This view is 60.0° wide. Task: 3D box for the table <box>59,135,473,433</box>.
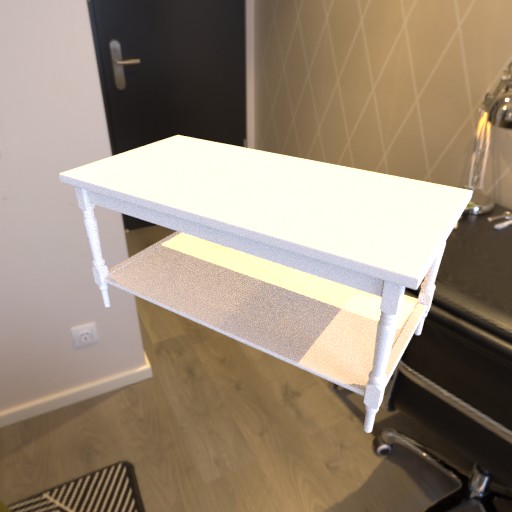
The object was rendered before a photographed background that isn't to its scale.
[{"bbox_3d":[0.000,0.000,1.442,1.107,0.510,0.550,18,34,28],"label":"table"}]
